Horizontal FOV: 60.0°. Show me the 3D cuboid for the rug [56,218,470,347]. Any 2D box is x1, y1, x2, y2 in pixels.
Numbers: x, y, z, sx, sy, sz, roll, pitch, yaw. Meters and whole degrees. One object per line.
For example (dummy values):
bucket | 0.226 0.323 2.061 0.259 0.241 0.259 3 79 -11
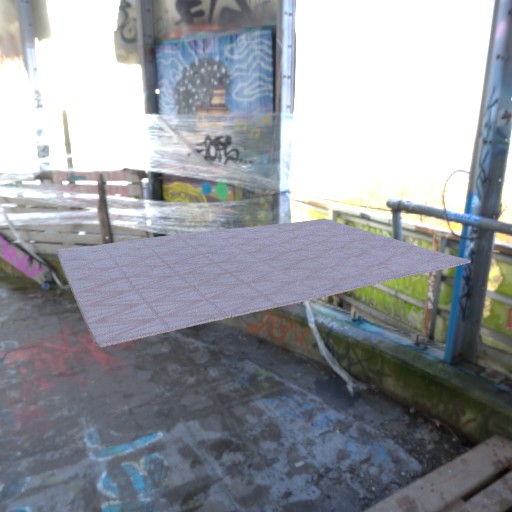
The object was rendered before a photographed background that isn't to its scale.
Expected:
rug | 0.000 0.000 2.344 1.837 0.025 1.230 -9 19 -28
